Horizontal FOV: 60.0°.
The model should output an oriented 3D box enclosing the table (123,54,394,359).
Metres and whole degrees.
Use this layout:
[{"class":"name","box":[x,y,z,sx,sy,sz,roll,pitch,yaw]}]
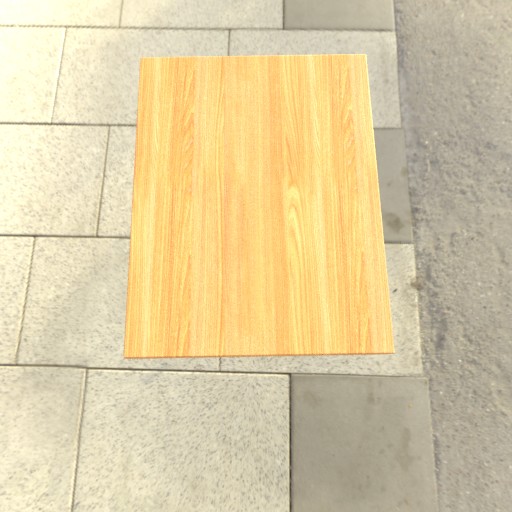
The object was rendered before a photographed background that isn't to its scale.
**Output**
[{"class":"table","box":[0.000,0.000,0.750,0.270,0.550,0.350,-1,75,0]}]
